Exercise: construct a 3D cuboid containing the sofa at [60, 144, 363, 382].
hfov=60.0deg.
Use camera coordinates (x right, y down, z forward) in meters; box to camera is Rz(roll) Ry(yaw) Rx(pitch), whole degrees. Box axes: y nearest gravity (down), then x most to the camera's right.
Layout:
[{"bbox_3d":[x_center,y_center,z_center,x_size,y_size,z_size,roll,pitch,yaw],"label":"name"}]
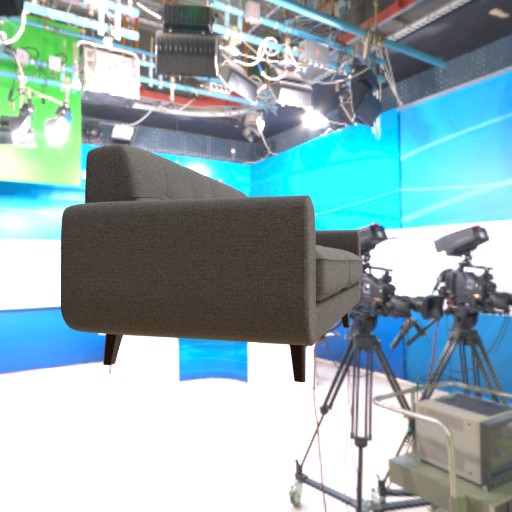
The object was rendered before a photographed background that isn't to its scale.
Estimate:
[{"bbox_3d":[0.000,0.000,2.171,0.909,0.841,1.631,0,-1,18],"label":"sofa"}]
